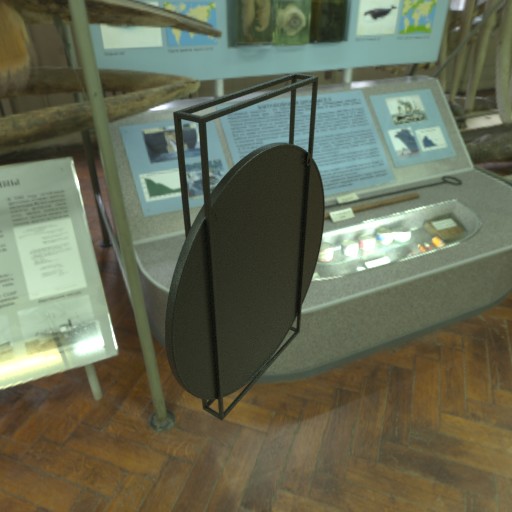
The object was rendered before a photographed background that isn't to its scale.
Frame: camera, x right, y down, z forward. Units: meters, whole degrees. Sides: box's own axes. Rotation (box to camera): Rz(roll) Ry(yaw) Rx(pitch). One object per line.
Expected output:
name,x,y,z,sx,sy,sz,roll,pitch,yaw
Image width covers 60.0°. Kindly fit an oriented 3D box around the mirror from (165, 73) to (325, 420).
mirror,0.000,0.000,0.847,0.051,0.603,0.508,20,38,28
